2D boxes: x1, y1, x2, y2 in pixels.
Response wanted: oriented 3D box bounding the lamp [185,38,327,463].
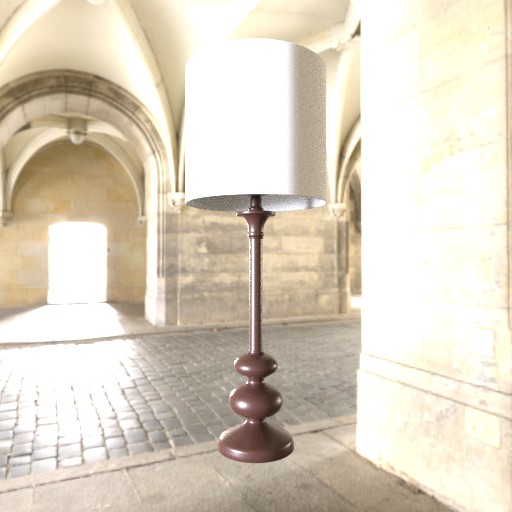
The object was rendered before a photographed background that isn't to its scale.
[{"bbox_3d":[0.000,0.000,0.804,0.254,0.690,0.254,0,-1,17],"label":"lamp"}]
